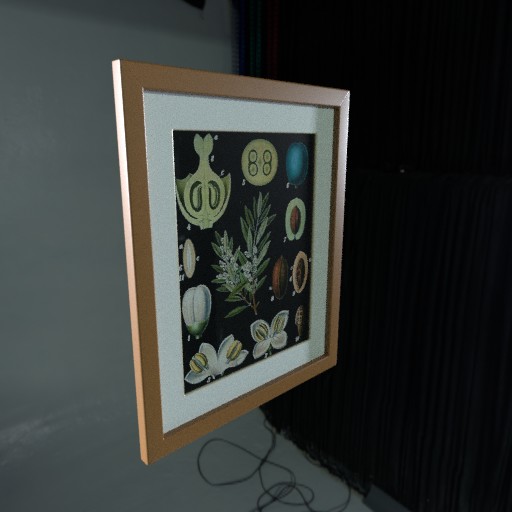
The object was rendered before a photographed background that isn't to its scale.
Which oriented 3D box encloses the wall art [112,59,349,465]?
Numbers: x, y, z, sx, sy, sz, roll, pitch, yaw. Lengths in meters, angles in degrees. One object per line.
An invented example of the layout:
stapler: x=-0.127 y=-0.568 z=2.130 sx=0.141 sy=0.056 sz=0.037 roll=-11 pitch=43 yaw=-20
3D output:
wall art: x=0.000 y=0.000 z=0.505 sx=0.310 sy=0.379 sz=0.015 roll=-13 pitch=19 yaw=-41
